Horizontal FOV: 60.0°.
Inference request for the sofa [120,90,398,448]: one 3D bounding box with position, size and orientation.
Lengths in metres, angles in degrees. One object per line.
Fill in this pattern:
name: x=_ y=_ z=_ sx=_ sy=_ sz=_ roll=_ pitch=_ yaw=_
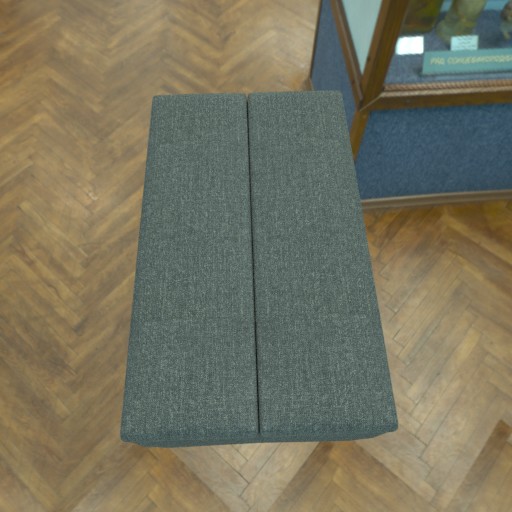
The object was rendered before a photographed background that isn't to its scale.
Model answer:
sofa: x=0.000 y=0.000 z=1.568 sx=0.782 sy=0.417 sz=1.198 roll=-2 pitch=63 yaw=-1
